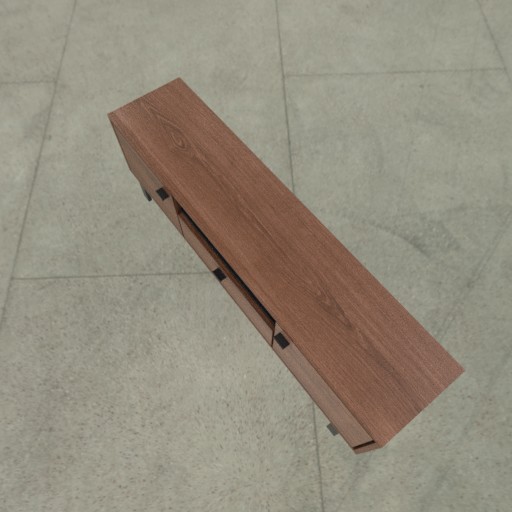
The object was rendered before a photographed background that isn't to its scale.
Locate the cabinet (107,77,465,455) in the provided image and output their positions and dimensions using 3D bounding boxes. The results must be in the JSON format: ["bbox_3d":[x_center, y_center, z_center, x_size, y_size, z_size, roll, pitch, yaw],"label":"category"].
[{"bbox_3d":[0.000,0.000,1.863,0.400,0.500,1.650,-34,68,-16],"label":"cabinet"}]
